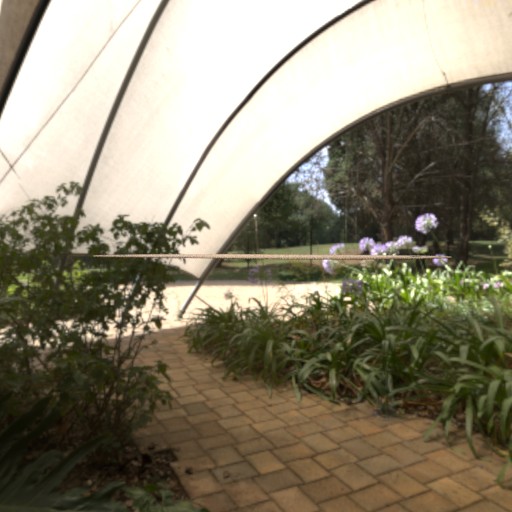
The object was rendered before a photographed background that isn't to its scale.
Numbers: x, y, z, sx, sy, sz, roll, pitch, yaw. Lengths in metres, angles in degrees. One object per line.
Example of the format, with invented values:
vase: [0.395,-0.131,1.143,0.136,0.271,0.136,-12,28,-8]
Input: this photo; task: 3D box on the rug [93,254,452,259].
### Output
rug: [0.000,0.000,2.988,2.432,0.006,1.520,1,1,35]
